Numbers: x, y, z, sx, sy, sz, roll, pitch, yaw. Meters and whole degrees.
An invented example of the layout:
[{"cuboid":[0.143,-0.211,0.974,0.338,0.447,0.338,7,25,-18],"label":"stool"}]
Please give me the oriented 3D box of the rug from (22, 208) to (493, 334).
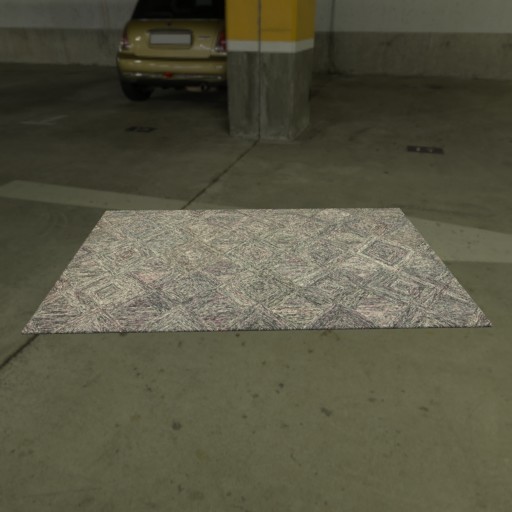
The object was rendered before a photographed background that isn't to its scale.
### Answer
[{"cuboid":[0.000,0.000,2.816,2.298,0.017,1.501,-1,29,-1],"label":"rug"}]
